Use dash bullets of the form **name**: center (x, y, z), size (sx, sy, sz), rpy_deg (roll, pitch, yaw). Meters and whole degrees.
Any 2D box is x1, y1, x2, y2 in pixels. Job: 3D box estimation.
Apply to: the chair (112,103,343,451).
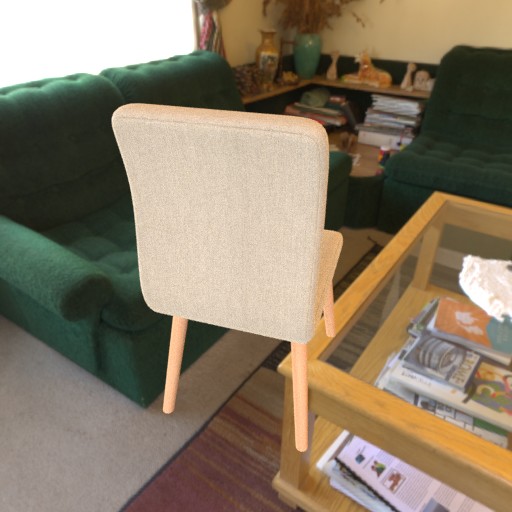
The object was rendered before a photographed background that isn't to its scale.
- **chair**: center (0.000, 0.000, 1.200), size (0.435, 0.885, 0.550), rpy_deg (10, 33, 15)
